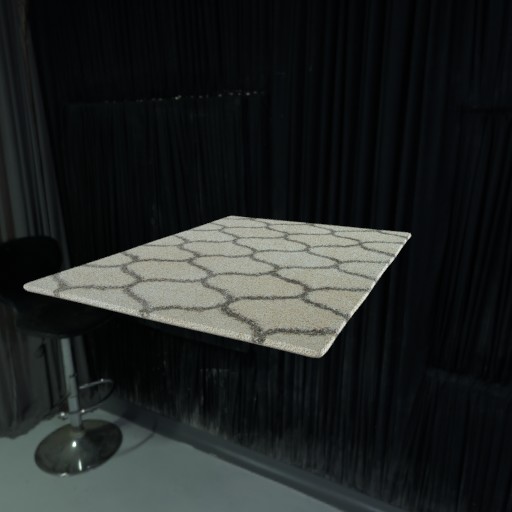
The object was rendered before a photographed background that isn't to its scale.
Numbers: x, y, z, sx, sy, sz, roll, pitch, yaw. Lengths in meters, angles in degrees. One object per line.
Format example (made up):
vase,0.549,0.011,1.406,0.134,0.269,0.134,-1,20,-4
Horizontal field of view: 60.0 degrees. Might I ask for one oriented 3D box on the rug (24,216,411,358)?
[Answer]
rug,0.000,0.000,2.122,1.200,0.025,1.600,8,18,26
